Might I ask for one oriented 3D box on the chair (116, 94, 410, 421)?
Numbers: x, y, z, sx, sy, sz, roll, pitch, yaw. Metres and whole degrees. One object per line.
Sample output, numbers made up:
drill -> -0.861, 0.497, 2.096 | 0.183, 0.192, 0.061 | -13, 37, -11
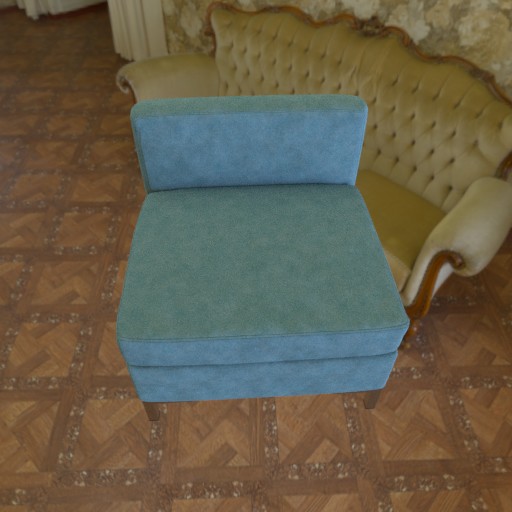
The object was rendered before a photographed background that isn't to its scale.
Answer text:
chair -> 0.000, 0.000, 1.266 | 0.684, 0.660, 0.685 | -2, 45, -2
